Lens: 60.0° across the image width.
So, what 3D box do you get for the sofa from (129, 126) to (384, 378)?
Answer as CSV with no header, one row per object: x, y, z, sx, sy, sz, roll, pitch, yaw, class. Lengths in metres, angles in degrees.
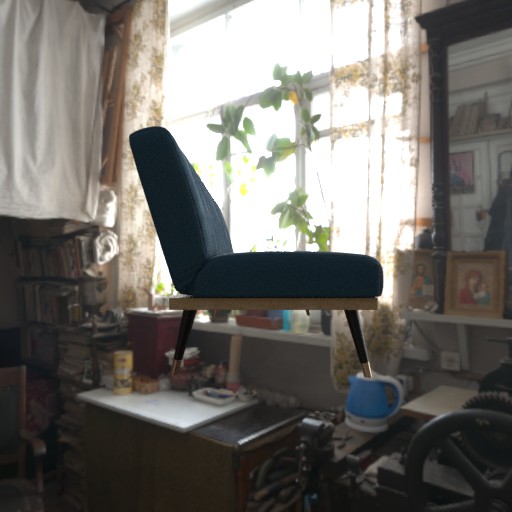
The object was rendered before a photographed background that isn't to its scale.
0.000,0.000,2.310,0.830,0.825,1.810,0,-1,0,sofa
